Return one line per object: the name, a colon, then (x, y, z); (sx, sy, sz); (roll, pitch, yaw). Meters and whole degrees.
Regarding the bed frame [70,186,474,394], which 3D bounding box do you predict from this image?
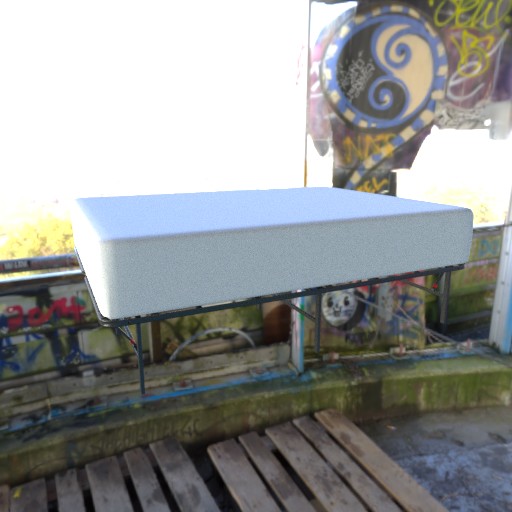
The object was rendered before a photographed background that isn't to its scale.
bed frame: (0.000, 0.000, 2.785); (2.037, 0.677, 1.528); (-7, 16, -25)
